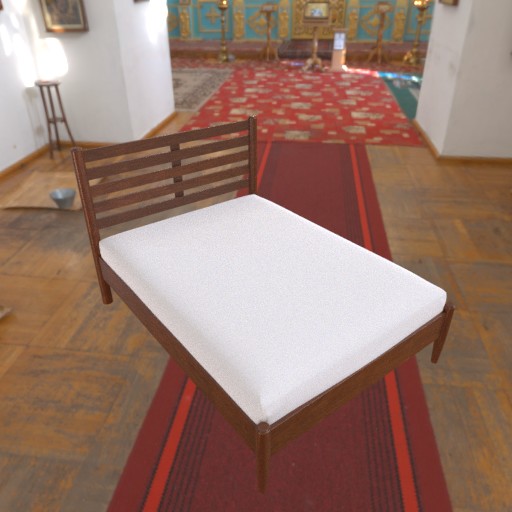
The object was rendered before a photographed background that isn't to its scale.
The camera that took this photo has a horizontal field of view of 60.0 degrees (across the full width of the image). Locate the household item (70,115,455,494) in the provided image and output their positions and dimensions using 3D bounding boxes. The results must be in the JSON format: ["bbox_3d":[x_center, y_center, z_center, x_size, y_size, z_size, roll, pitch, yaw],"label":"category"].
[{"bbox_3d":[0.000,0.000,3.181,1.663,1.356,2.232,-21,37,-32],"label":"household item"}]
